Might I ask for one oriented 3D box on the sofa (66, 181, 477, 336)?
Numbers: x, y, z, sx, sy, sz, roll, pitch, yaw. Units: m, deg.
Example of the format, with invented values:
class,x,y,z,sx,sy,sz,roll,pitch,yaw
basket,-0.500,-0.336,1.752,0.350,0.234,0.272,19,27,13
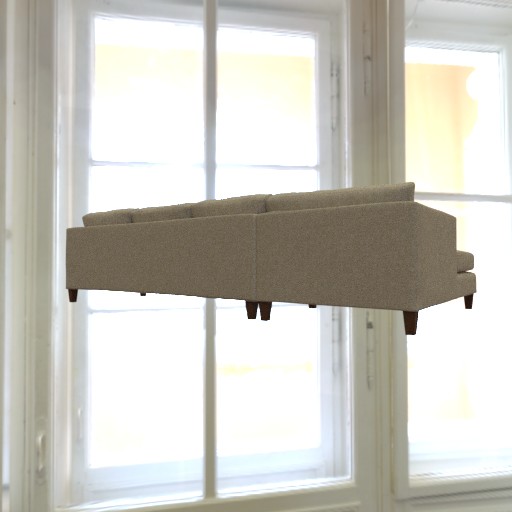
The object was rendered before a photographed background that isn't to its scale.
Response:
class,x,y,z,sx,sy,sz,roll,pitch,yaw
sofa,0.000,0.000,3.812,3.186,0.846,1.625,0,-1,36
